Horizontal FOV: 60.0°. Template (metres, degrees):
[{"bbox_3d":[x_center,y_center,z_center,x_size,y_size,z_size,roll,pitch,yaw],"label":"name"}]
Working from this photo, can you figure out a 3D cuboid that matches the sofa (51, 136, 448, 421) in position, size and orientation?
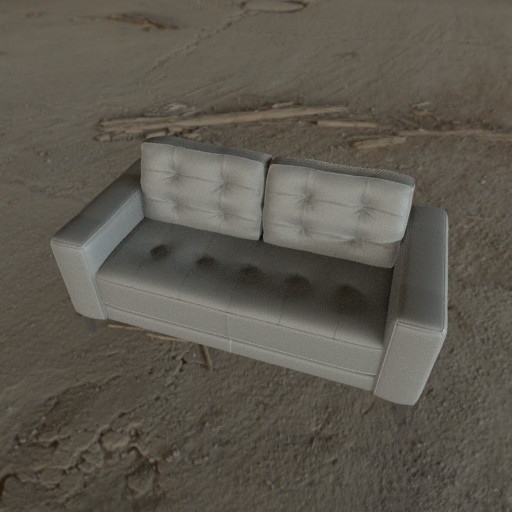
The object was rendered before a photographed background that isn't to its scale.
[{"bbox_3d":[0.000,0.000,2.184,1.726,0.893,0.833,12,42,14],"label":"sofa"}]
